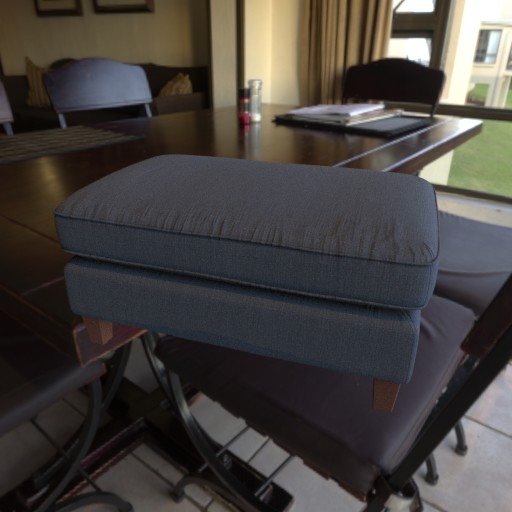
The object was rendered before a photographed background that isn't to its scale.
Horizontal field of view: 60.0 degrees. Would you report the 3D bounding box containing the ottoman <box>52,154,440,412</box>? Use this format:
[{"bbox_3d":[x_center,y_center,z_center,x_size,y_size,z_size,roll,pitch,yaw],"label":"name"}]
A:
[{"bbox_3d":[0.000,0.000,1.215,0.885,0.438,0.570,8,27,17],"label":"ottoman"}]
